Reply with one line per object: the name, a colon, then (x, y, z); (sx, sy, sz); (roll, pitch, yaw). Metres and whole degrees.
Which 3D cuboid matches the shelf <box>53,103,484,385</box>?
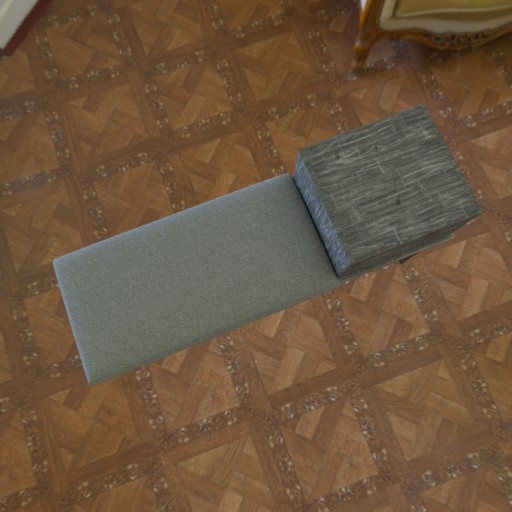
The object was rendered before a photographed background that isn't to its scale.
shelf: (0.000, 0.000, 1.629); (1.342, 0.633, 0.457); (-21, 77, -5)
